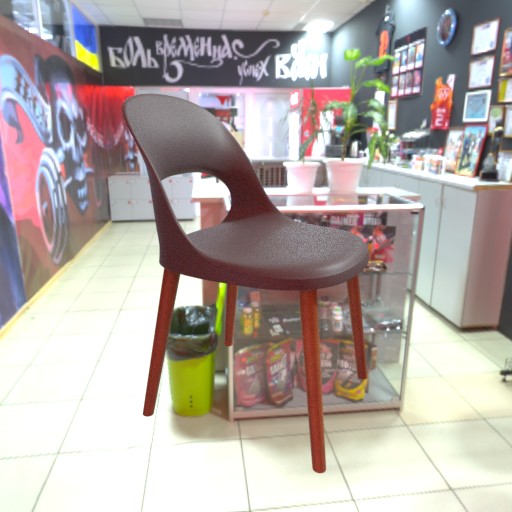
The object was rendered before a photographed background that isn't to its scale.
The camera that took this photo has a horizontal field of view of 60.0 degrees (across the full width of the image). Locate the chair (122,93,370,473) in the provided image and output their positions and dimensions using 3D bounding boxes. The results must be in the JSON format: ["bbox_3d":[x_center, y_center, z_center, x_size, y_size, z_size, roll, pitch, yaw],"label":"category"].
[{"bbox_3d":[0.000,0.000,1.133,0.556,0.795,0.470,8,18,25],"label":"chair"}]
